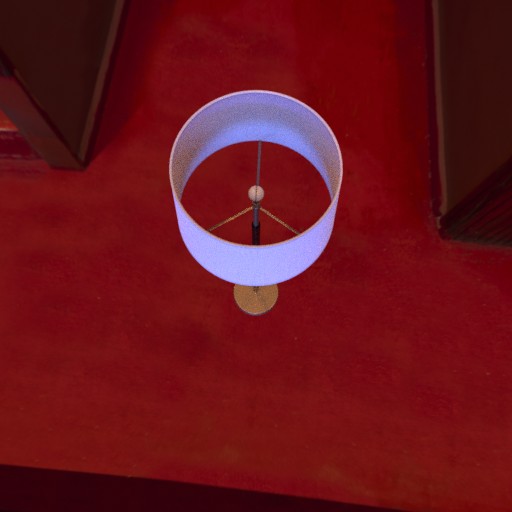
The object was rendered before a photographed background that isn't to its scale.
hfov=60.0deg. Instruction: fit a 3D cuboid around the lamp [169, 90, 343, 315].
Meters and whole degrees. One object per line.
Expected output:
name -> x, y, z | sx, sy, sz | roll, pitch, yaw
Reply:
lamp -> 0.000, 0.000, 1.640 | 0.420, 1.447, 0.420 | 0, 74, 0
